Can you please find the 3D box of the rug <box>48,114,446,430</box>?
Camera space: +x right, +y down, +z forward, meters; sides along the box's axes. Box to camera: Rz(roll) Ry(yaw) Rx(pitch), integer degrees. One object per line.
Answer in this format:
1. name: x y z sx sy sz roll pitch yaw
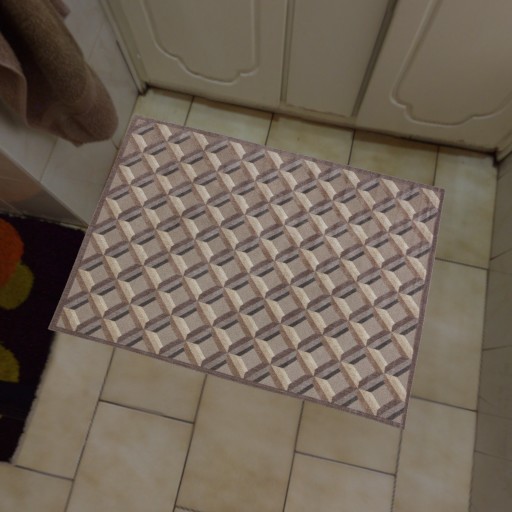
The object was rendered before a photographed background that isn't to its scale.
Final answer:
1. rug: 0.000 0.000 2.900 2.260 0.013 1.600 15 75 4
